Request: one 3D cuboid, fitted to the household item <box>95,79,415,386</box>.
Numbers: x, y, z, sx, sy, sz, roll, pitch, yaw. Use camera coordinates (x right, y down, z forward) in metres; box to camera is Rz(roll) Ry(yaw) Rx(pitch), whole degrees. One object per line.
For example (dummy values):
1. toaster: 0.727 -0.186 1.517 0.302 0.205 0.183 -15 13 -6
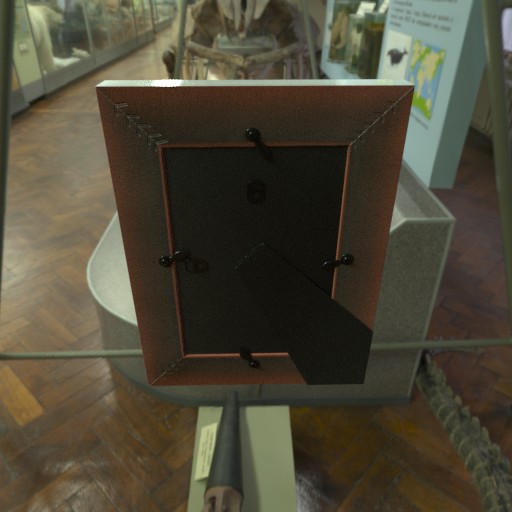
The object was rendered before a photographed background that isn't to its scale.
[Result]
1. household item: 0.000 0.000 0.292 0.165 0.216 0.025 -1 31 -1
